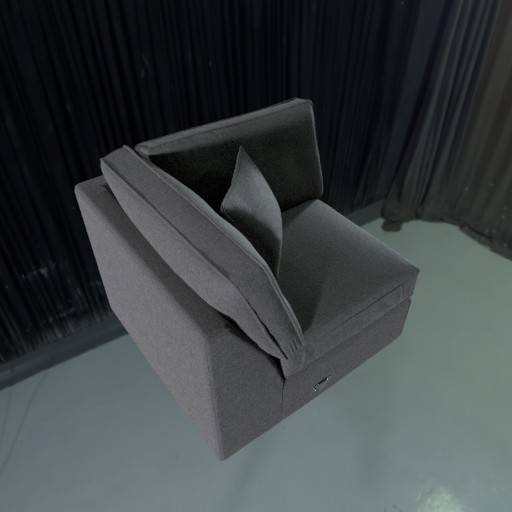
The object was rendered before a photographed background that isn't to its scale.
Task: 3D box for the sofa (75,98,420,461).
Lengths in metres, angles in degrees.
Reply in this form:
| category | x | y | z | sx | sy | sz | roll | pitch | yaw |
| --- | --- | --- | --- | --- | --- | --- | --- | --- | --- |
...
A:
| category | x | y | z | sx | sy | sz | roll | pitch | yaw |
| --- | --- | --- | --- | --- | --- | --- | --- | --- | --- |
| sofa | 0.000 | 0.000 | 2.020 | 1.146 | 1.002 | 1.084 | -26 | 47 | -27 |
